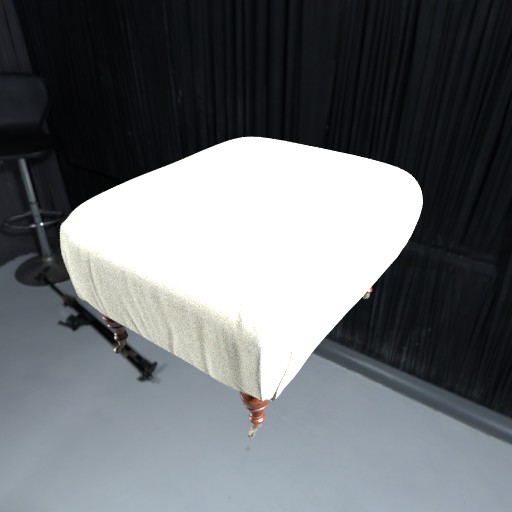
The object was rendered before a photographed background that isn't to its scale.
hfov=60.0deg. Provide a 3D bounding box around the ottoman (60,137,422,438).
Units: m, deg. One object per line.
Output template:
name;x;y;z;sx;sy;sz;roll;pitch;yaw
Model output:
ottoman;0.000;0.000;1.145;0.622;0.450;0.747;21;37;30
